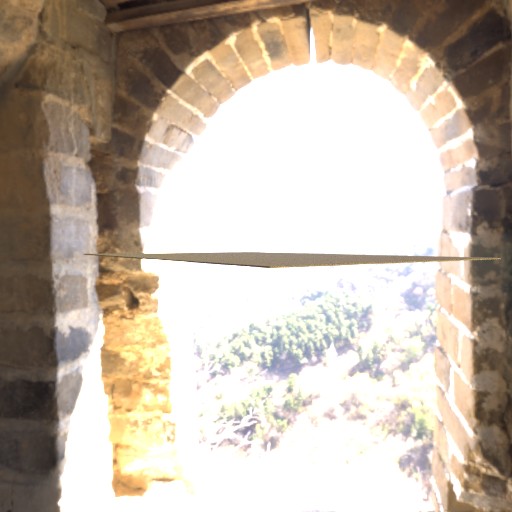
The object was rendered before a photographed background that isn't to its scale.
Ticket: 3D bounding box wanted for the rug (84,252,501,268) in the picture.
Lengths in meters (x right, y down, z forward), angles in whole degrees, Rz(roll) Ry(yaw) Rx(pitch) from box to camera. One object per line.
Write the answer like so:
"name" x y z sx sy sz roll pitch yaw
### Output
"rug" 0.000 0.000 2.811 1.524 0.006 2.286 -1 2 -36
